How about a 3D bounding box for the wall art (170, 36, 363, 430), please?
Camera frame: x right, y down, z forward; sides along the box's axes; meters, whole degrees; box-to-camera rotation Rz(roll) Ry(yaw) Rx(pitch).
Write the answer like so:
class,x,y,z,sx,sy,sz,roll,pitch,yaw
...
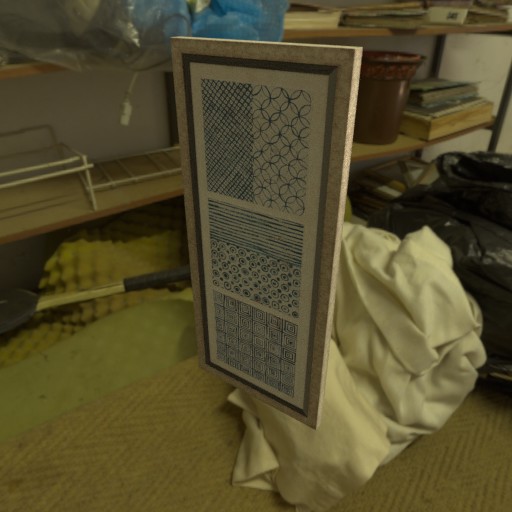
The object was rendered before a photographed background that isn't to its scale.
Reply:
class,x,y,z,sx,sy,sz,roll,pitch,yaw
wall art,0.000,0.000,1.673,0.648,1.461,0.051,19,35,29
